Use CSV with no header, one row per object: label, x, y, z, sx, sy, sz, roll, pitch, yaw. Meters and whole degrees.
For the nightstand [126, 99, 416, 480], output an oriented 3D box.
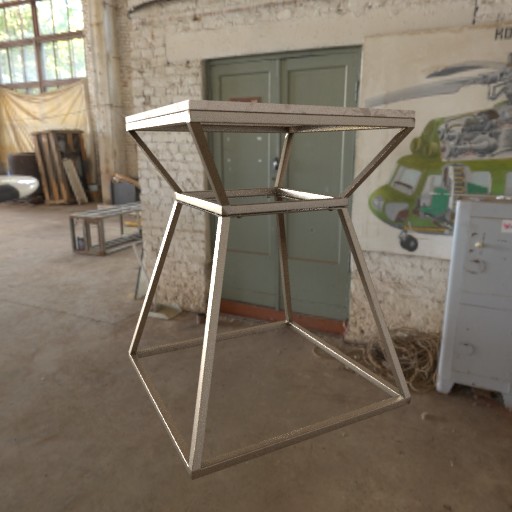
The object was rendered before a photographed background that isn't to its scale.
nightstand,0.000,0.000,0.906,0.455,0.554,0.455,-7,16,-26
